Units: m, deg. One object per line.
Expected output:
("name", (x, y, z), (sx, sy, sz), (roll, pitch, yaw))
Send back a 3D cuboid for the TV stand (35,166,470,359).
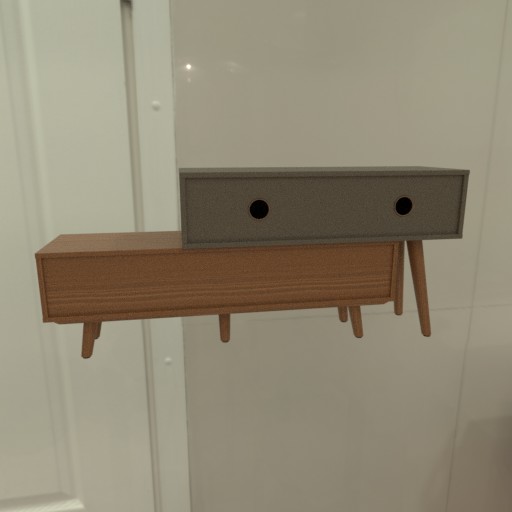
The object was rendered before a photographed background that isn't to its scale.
("TV stand", (0.000, 0.000, 1.536), (1.336, 0.591, 0.329), (-2, 14, -10))
